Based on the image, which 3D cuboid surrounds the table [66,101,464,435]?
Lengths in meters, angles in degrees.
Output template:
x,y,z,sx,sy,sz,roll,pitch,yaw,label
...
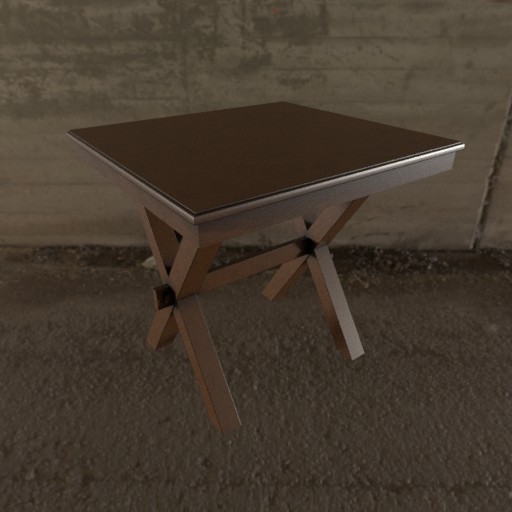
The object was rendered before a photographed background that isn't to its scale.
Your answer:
x,y,z,sx,sy,sz,roll,pitch,yaw,label
0.000,0.000,1.042,0.602,0.562,0.560,-19,34,-31,table
